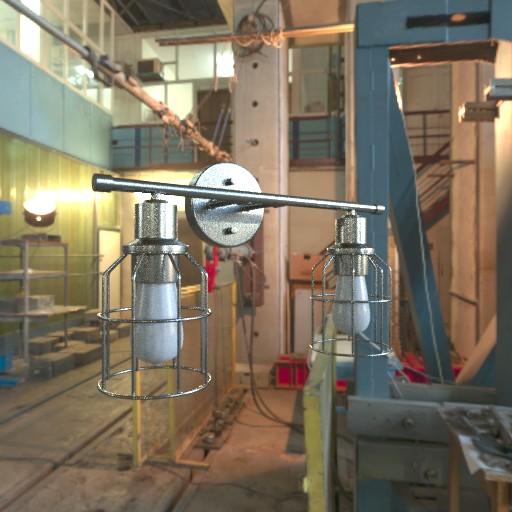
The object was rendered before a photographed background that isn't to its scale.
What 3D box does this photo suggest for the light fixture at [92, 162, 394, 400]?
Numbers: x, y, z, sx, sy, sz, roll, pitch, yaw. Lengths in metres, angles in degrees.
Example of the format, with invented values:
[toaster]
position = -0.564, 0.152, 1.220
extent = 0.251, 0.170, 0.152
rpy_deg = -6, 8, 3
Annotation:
[light fixture]
position = 0.000, 0.000, 0.550
extent = 0.406, 0.254, 0.165
rpy_deg = 0, 0, -36
